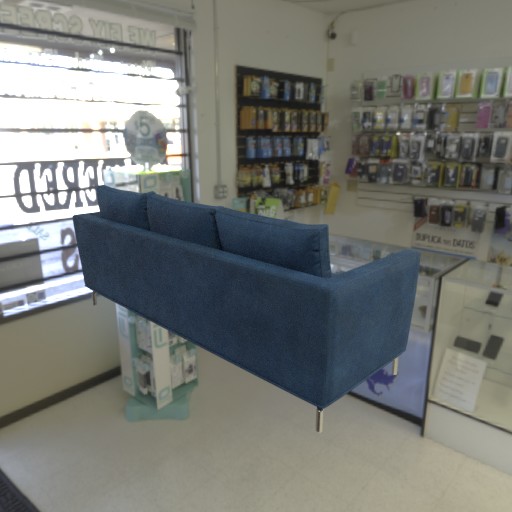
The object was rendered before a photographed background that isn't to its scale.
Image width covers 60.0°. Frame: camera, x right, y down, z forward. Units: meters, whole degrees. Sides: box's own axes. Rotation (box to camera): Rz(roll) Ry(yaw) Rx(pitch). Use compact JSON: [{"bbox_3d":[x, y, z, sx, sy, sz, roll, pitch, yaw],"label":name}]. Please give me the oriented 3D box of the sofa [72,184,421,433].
[{"bbox_3d":[0.000,0.000,3.239,2.438,0.987,1.622,15,21,43],"label":"sofa"}]
